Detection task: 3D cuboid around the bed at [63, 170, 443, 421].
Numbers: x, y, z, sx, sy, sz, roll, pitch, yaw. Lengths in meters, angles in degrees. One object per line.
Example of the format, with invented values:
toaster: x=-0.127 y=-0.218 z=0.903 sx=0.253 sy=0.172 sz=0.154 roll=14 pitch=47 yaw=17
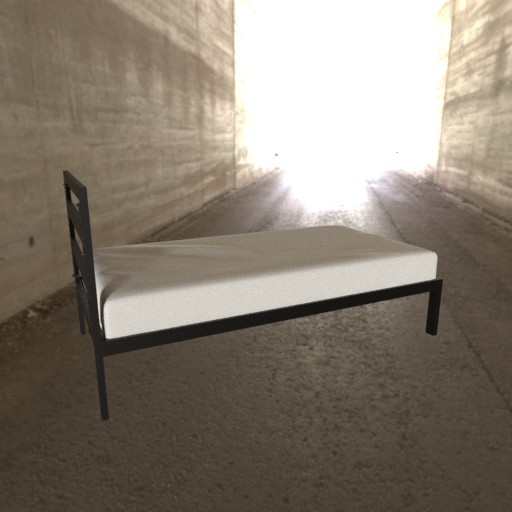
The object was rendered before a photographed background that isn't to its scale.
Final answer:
bed: x=0.000 y=0.000 z=2.558 sx=1.930 sy=0.967 sz=0.991 roll=-7 pitch=16 yaw=-25
